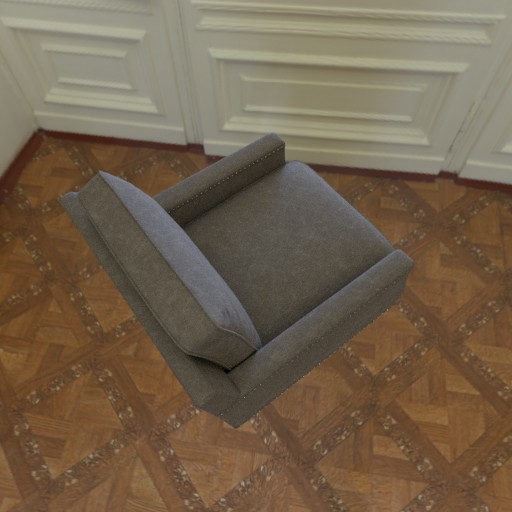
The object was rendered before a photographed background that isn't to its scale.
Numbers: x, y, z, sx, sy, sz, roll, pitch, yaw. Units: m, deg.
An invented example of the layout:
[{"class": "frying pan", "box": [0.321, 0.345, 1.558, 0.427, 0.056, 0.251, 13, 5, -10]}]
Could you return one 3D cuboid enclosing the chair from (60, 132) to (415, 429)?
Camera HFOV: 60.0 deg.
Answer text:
[{"class": "chair", "box": [0.000, 0.000, 1.737, 1.014, 0.948, 0.853, -33, 65, -18]}]
